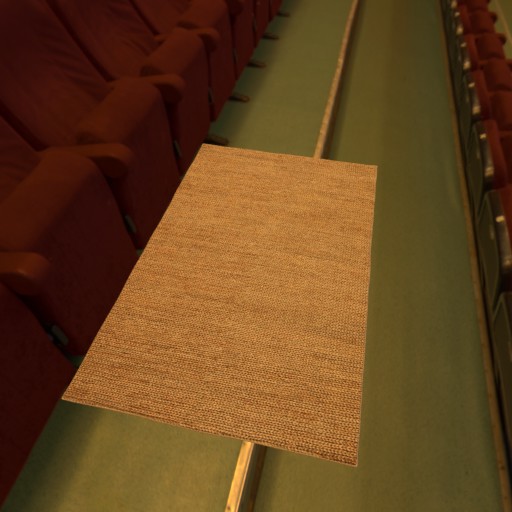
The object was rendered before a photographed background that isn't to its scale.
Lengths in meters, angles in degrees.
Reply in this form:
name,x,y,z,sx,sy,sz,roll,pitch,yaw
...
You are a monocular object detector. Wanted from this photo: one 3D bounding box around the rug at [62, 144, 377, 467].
name,x,y,z,sx,sy,sz,roll,pitch,yaw
rug,0.000,0.000,2.994,1.521,0.034,2.438,9,48,9
